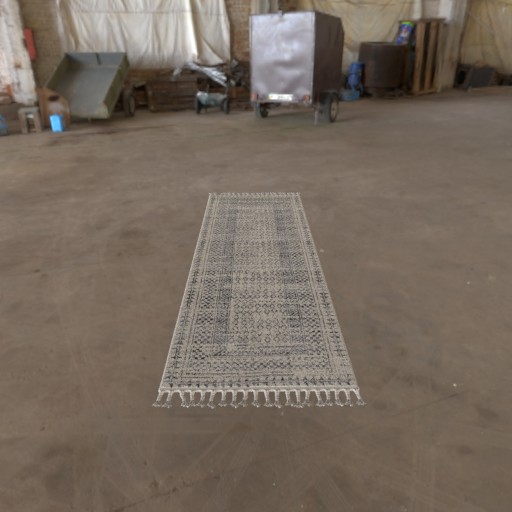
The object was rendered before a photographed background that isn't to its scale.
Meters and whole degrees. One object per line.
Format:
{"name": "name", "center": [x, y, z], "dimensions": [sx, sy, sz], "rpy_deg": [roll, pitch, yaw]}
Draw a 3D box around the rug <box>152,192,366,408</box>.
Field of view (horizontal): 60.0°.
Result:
{"name": "rug", "center": [0.000, 0.000, 2.715], "dimensions": [0.786, 0.013, 2.480], "rpy_deg": [0, 26, -1]}
